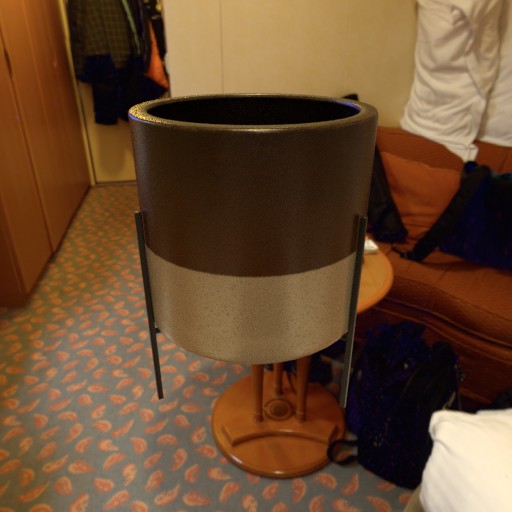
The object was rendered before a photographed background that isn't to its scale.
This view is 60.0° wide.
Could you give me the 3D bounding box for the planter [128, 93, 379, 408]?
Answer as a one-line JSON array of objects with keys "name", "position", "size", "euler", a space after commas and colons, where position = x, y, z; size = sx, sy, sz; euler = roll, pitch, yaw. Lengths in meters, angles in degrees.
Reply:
[{"name": "planter", "position": [0.000, 0.000, 0.721], "size": [0.354, 0.465, 0.345], "euler": [16, 31, 30]}]
